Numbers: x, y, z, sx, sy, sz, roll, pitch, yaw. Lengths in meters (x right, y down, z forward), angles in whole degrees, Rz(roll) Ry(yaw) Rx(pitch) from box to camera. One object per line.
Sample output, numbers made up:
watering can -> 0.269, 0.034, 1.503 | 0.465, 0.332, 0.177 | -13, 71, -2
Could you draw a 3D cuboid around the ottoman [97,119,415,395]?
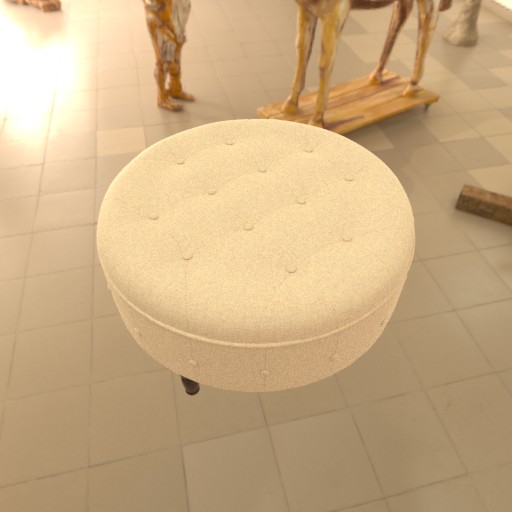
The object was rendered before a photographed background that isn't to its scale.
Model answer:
ottoman -> 0.000, 0.000, 1.337 | 0.848, 0.494, 0.848 | 0, 47, 0
